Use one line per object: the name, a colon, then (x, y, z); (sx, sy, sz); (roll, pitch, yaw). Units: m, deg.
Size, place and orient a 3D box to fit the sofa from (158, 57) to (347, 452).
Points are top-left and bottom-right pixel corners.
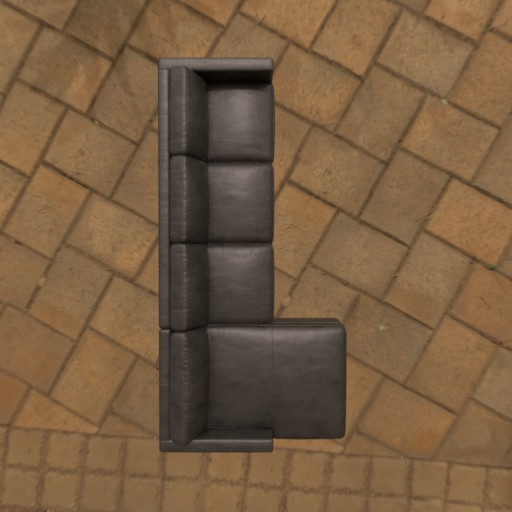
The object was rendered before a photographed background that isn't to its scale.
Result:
sofa: (0.000, 0.000, 3.878); (1.581, 0.883, 3.203); (0, 91, 0)
